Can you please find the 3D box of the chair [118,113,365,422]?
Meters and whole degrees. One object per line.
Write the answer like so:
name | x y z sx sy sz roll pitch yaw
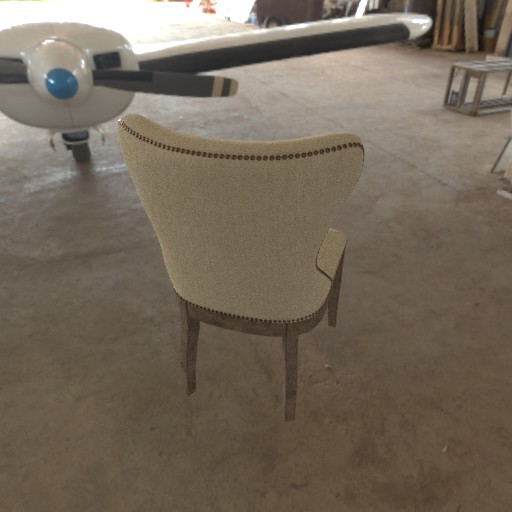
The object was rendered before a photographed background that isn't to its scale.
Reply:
chair | 0.000 0.000 1.509 0.654 1.002 0.681 10 33 15
